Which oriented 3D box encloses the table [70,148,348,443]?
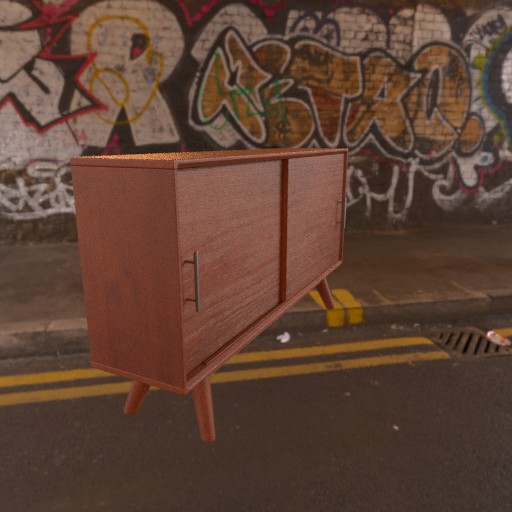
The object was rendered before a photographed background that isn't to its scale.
[{"bbox_3d":[0.000,0.000,1.518,0.308,0.698,1.220,7,16,26],"label":"table"}]
